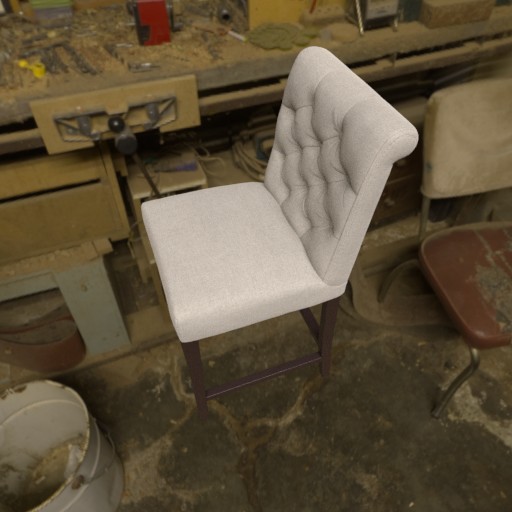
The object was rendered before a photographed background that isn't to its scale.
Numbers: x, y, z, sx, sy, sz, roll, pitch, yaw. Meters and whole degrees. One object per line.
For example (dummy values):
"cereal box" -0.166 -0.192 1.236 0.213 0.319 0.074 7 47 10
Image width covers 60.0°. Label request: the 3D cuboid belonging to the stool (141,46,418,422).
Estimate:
"stool" 0.000 0.000 1.374 0.601 1.040 0.493 -15 49 -13
